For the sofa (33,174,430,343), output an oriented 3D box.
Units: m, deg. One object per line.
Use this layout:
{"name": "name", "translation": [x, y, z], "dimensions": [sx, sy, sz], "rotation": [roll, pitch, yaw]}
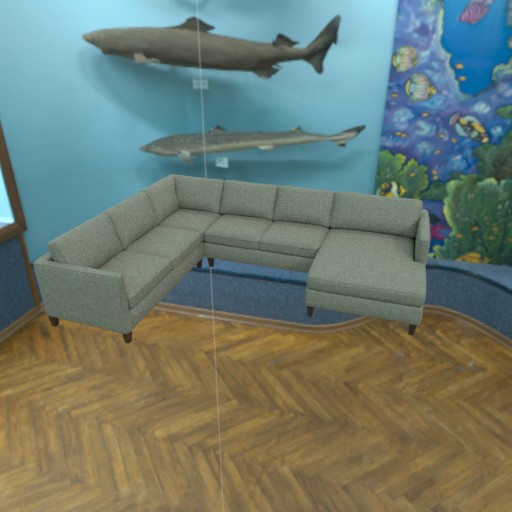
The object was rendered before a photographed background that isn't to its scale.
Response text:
{"name": "sofa", "translation": [0.000, 0.000, 4.631], "dimensions": [3.403, 0.889, 2.551], "rotation": [8, 28, 16]}
